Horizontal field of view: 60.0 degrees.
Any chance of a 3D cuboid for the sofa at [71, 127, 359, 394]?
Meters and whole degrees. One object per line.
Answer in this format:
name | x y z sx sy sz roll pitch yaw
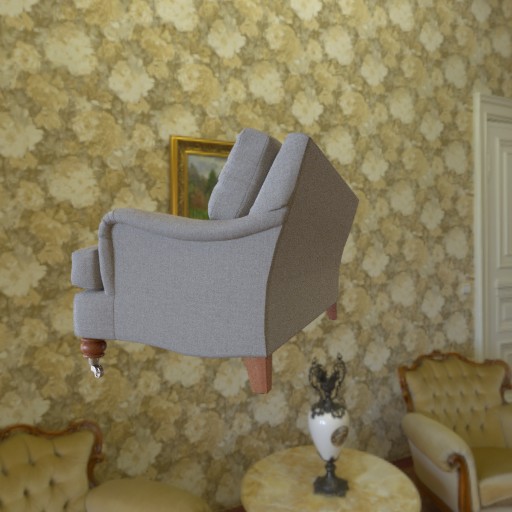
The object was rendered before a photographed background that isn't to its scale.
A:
sofa | 0.000 0.000 2.765 1.087 1.054 2.160 0 1 18
